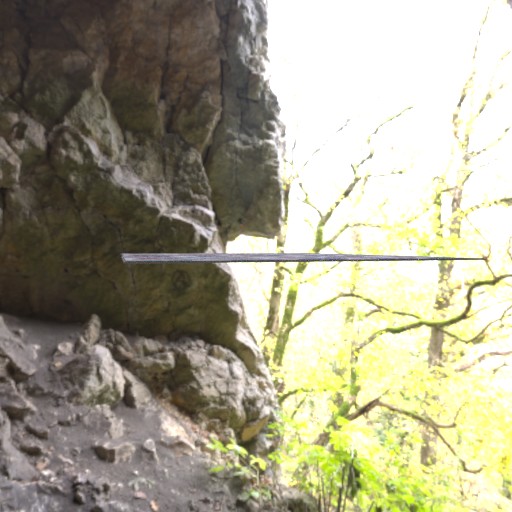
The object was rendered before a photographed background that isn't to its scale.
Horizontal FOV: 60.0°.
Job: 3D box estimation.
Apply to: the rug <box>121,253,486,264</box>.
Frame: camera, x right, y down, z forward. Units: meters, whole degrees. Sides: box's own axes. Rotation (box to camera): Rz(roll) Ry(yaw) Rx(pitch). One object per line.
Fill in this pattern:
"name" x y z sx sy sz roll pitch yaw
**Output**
"rug" 0.000 0.000 4.160 2.423 0.014 3.040 0 1 -17
